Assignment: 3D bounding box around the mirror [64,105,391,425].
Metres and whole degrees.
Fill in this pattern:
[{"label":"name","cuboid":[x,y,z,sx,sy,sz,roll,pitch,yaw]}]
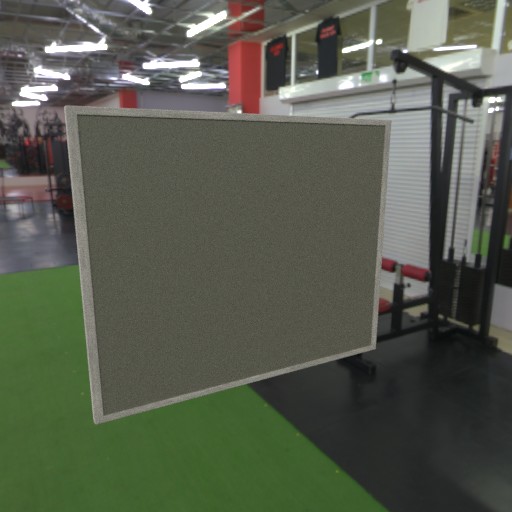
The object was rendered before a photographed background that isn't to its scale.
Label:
[{"label":"mirror","cuboid":[0.000,0.000,1.126,0.839,0.689,0.028,-7,15,-27]}]
